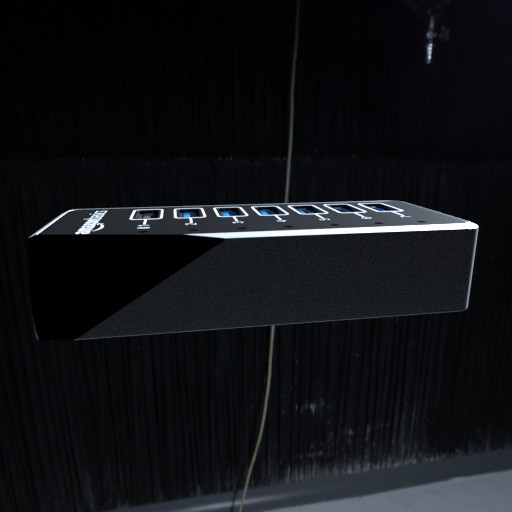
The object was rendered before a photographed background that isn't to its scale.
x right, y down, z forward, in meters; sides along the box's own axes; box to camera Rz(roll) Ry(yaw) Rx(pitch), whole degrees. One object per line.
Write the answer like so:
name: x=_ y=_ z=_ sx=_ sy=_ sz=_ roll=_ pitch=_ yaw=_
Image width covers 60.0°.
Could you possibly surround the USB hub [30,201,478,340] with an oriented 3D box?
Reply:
USB hub: x=0.000 y=0.000 z=0.126 sx=0.110 sy=0.023 sz=0.044 roll=-3 pitch=16 yaw=-10
